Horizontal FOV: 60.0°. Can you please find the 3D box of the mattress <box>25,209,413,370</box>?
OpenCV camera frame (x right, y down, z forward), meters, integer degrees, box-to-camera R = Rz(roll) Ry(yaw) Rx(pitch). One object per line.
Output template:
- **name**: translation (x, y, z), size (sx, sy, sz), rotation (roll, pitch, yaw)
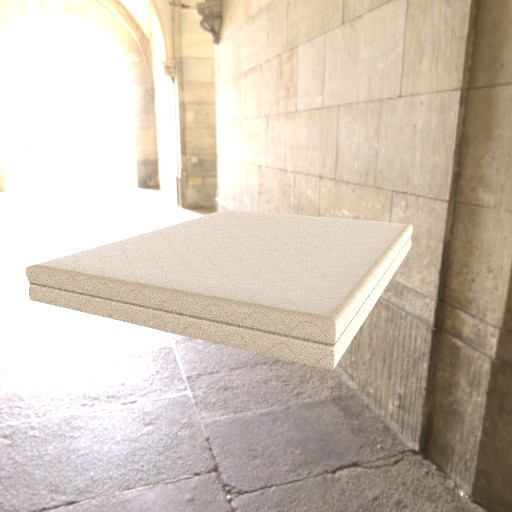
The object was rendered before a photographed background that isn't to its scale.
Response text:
- **mattress**: translation (0.000, 0.000, 2.758), size (1.600, 0.200, 2.000), rotation (7, 17, 25)
